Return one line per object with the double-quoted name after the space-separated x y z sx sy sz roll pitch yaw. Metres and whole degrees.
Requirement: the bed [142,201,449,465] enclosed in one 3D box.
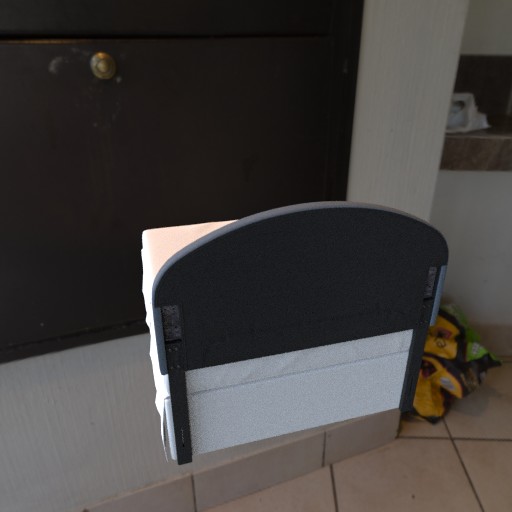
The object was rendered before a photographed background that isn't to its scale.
0.000 0.000 3.129 1.607 1.410 2.005 -7 27 -14 "bed"
